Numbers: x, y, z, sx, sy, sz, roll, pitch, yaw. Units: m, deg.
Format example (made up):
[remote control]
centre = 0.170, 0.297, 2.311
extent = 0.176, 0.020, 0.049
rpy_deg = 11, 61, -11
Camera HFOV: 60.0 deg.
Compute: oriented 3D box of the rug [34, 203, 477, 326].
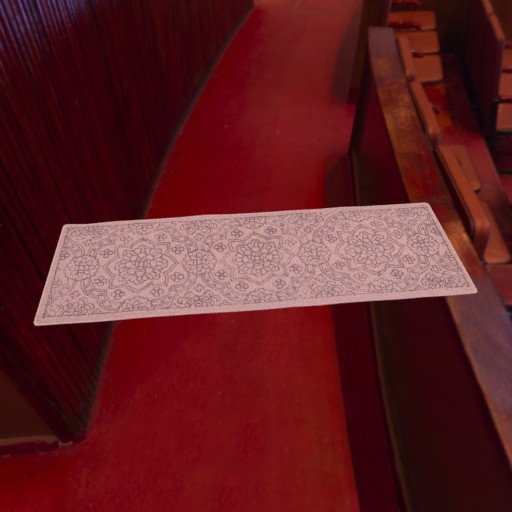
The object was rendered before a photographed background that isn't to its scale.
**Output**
[rug]
centre = 0.000, 0.000, 2.681
extent = 2.431, 0.006, 0.806
rpy_deg = -4, 46, -4
